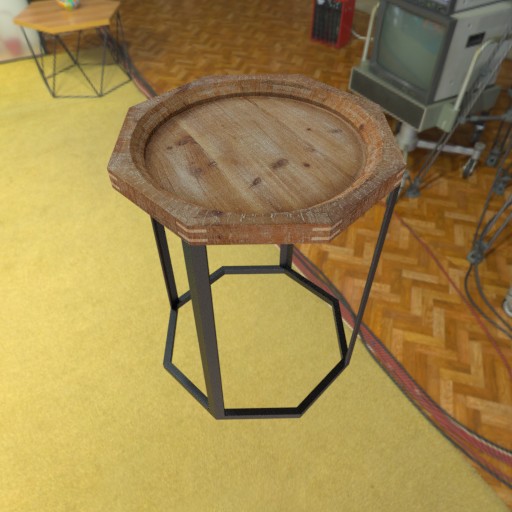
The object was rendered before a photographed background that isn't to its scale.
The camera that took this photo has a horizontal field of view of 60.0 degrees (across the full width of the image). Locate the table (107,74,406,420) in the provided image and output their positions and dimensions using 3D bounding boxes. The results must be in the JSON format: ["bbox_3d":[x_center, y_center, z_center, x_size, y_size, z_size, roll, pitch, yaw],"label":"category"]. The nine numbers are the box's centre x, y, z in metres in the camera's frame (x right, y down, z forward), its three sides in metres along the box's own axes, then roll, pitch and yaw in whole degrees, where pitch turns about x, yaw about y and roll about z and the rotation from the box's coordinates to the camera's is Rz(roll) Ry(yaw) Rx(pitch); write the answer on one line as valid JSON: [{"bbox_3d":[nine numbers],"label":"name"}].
[{"bbox_3d":[0.000,0.000,0.880,0.458,0.543,0.458,16,48,15],"label":"table"}]
